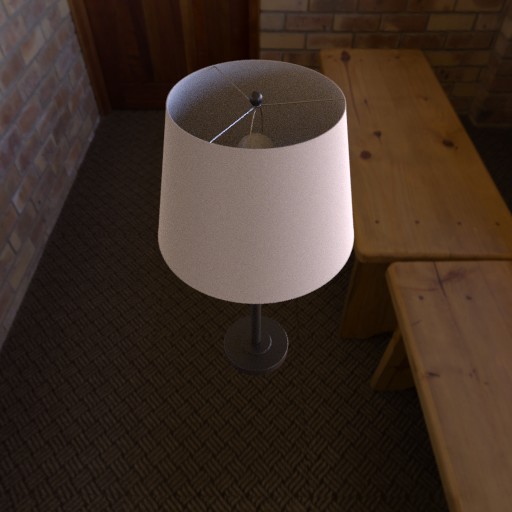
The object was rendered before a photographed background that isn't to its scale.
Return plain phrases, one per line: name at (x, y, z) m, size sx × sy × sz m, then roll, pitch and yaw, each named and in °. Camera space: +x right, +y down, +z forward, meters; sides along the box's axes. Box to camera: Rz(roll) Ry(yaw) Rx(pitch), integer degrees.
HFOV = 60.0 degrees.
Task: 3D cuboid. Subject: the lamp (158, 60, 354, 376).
lamp at (0.000, 0.000, 0.893) m, size 0.363 × 0.696 × 0.363 m, roll 0°, pitch 47°, yaw 0°
